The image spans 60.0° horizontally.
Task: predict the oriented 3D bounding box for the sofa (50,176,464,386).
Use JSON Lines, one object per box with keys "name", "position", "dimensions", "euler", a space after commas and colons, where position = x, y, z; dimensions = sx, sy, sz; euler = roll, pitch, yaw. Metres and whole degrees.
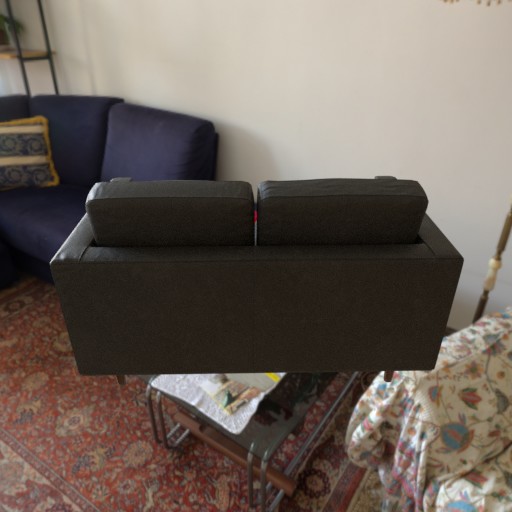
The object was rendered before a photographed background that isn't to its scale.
{"name": "sofa", "position": [0.000, 0.000, 2.013], "dimensions": [1.430, 0.899, 0.879], "euler": [-1, 30, -1]}
